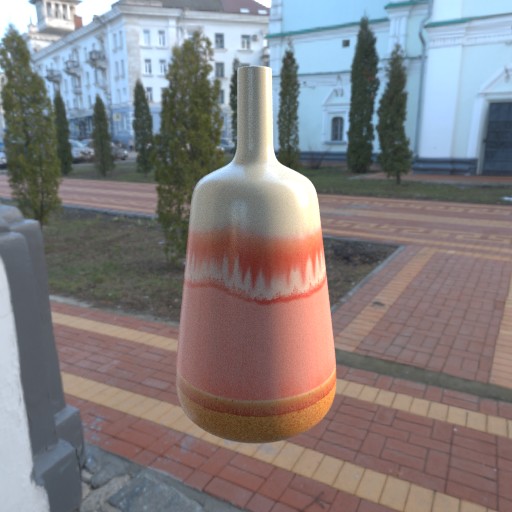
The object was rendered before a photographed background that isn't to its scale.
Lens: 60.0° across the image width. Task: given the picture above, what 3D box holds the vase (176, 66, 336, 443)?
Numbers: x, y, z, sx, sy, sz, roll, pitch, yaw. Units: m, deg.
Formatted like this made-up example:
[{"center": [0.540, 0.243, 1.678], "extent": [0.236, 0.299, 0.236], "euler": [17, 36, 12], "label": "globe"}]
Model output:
[{"center": [0.000, 0.000, 0.377], "extent": [0.144, 0.296, 0.144], "euler": [0, 15, 0], "label": "vase"}]
